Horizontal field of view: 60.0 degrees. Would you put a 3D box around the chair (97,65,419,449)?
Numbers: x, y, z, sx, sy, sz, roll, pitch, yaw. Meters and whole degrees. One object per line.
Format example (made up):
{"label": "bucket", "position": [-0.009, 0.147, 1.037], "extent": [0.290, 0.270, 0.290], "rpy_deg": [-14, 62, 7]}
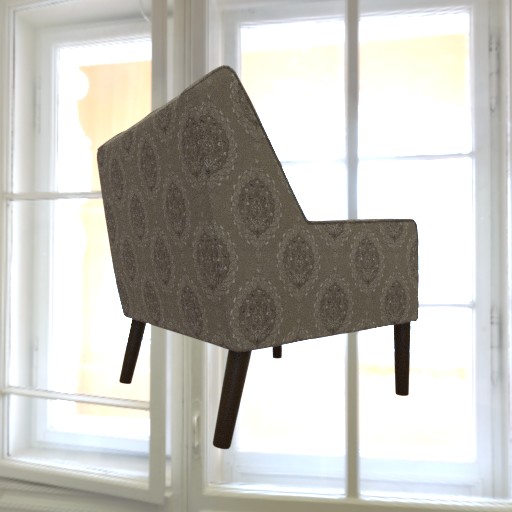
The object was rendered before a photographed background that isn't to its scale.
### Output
{"label": "chair", "position": [0.000, 0.000, 1.324], "extent": [0.750, 0.797, 0.665], "rpy_deg": [0, 0, -36]}
